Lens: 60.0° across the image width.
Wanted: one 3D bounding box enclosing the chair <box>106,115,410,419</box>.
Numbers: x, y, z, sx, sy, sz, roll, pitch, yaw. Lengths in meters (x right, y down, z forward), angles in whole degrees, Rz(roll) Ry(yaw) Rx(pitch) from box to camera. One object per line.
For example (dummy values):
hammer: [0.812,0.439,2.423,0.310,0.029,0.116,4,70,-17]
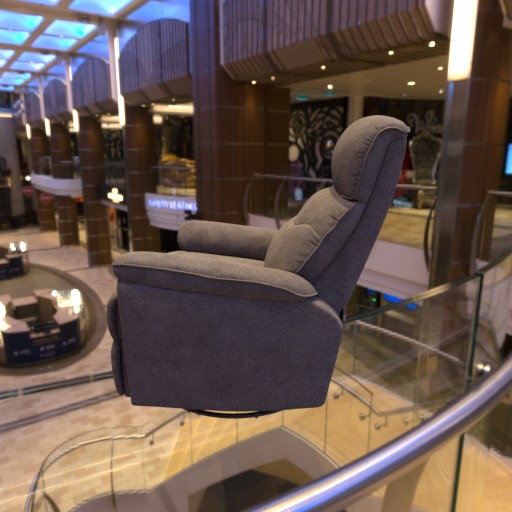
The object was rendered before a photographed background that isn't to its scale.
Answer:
chair: [0.000,0.000,1.743,1.009,1.036,0.830,2,13,8]
